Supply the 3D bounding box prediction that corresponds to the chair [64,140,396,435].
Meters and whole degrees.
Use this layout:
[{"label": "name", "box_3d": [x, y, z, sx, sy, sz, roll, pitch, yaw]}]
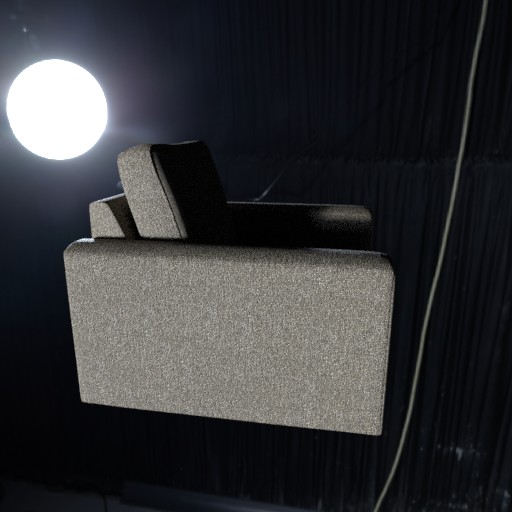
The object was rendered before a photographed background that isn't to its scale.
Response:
[{"label": "chair", "box_3d": [0.000, 0.000, 1.757, 1.016, 0.873, 1.005, 3, 16, 10]}]
